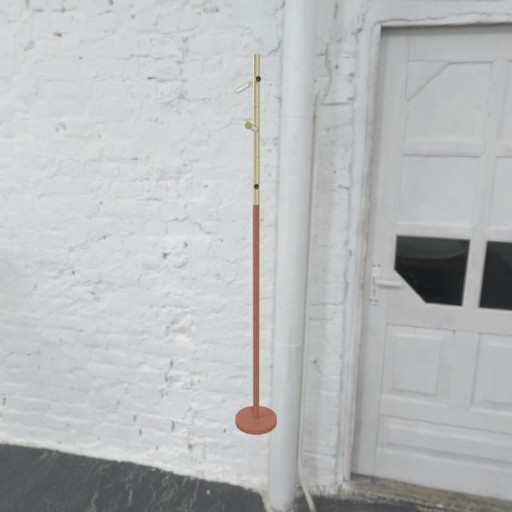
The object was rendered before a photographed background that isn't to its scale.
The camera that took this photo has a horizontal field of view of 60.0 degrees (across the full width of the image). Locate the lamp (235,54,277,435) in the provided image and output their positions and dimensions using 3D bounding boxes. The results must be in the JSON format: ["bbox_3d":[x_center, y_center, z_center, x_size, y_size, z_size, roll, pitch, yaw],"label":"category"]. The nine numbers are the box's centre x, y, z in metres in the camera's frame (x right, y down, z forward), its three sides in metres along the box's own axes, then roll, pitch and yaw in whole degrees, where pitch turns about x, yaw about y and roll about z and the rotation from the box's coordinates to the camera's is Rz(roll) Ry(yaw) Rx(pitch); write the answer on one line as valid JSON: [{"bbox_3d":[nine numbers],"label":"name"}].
[{"bbox_3d":[0.000,0.000,2.022,0.209,1.704,0.737,-2,13,-9],"label":"lamp"}]
